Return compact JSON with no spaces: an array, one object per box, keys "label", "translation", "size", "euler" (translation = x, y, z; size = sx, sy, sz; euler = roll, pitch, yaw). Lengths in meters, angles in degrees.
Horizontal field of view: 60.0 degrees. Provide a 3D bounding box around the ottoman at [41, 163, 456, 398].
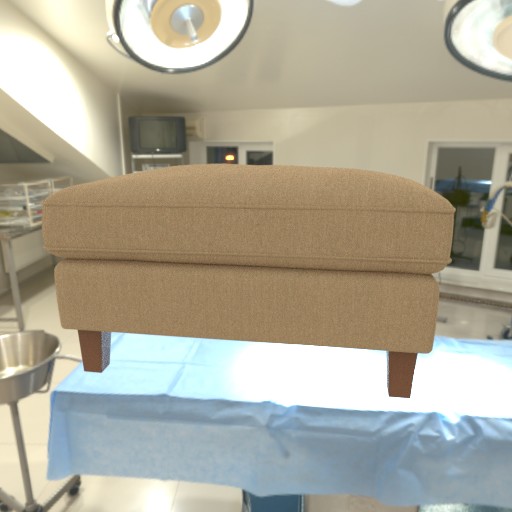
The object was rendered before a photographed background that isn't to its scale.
[{"label":"ottoman","translation":[0.000,0.000,1.292],"size":[0.945,0.521,0.636],"euler":[2,15,9]}]
